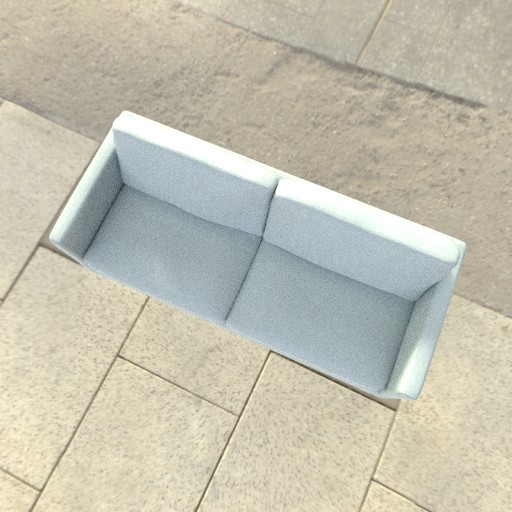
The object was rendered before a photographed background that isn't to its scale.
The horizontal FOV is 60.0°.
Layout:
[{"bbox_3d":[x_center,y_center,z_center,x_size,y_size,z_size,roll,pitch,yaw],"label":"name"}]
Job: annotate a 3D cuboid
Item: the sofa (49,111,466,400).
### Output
[{"bbox_3d":[0.000,0.000,2.743,2.208,0.965,0.951,23,75,6],"label":"sofa"}]
